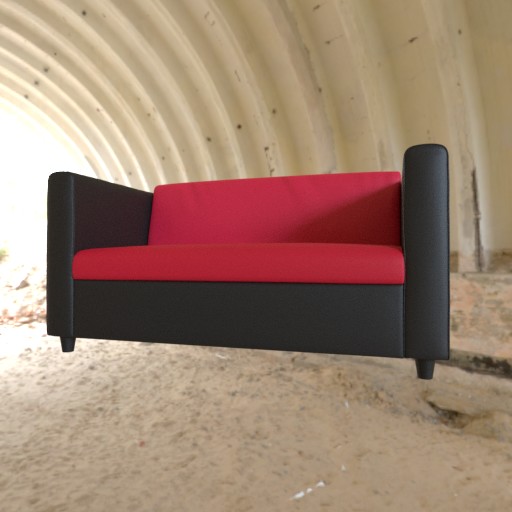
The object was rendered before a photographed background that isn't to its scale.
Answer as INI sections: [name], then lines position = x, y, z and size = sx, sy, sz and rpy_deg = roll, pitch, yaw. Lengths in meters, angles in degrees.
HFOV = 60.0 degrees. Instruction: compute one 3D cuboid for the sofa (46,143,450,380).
[sofa]
position = 0.000, 0.000, 1.857
size = 1.410, 0.735, 0.845
rpy_deg = 0, -1, 17
